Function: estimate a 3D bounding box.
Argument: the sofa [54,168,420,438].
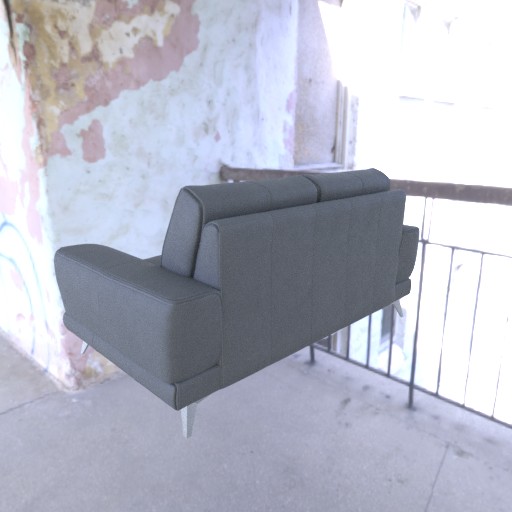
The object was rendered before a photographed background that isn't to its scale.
[{"bbox_3d":[0.000,0.000,2.398,1.806,0.907,1.018,-15,21,-42],"label":"sofa"}]
